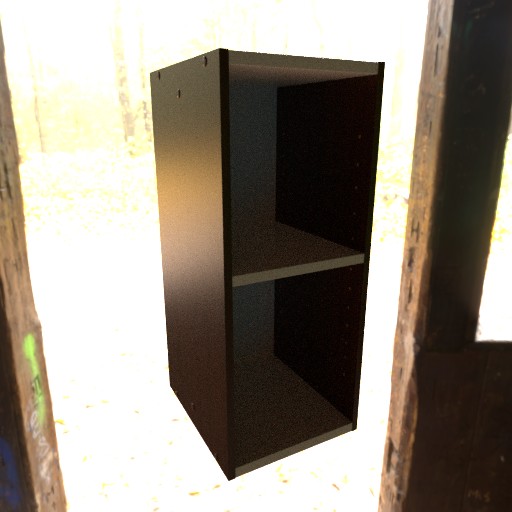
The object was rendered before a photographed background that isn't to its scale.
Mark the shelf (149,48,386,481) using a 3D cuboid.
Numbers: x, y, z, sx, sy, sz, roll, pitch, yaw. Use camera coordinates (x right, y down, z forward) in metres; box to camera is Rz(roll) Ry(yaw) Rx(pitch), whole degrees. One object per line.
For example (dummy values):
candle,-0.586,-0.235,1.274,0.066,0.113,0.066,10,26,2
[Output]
shelf,0.000,0.000,0.762,0.253,0.600,0.290,-9,19,-27
